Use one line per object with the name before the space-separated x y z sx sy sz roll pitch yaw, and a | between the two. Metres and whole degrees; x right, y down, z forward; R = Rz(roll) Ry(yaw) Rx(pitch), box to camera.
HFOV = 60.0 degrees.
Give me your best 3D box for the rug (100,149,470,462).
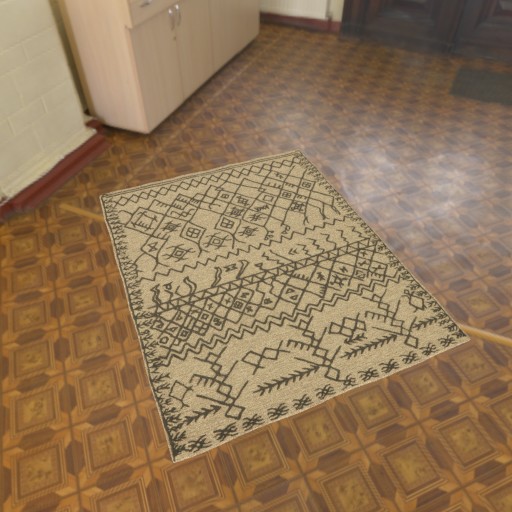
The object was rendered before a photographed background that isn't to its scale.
rug | 0.000 0.000 3.341 1.964 0.025 2.455 -17 47 -16
